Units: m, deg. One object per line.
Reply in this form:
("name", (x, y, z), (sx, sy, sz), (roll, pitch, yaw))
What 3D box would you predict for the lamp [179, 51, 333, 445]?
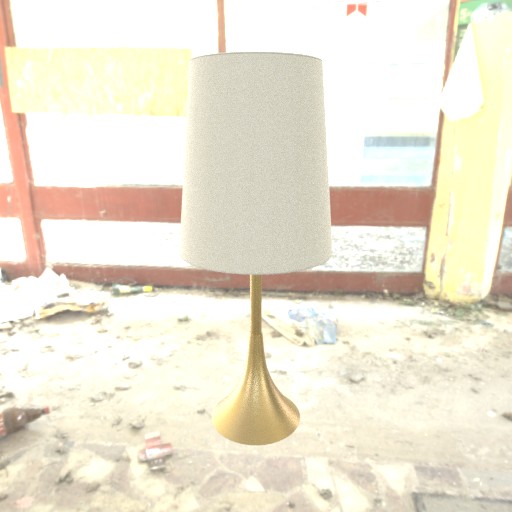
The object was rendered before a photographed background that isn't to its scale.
("lamp", (0.000, 0.000, 0.680), (0.231, 0.569, 0.231), (0, 16, 0))
